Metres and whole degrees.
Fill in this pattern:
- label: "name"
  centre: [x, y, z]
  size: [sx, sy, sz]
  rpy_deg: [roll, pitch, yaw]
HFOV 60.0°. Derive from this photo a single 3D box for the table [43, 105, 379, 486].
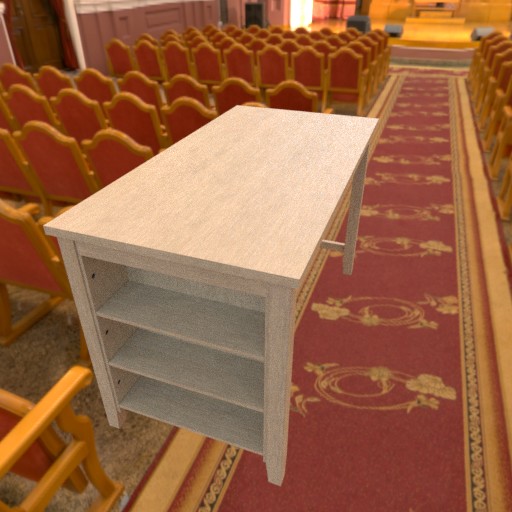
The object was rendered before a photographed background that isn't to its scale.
- label: "table"
  centre: [0.000, 0.000, 1.897]
  size: [0.729, 0.874, 1.397]
  rpy_deg: [11, 34, 17]
